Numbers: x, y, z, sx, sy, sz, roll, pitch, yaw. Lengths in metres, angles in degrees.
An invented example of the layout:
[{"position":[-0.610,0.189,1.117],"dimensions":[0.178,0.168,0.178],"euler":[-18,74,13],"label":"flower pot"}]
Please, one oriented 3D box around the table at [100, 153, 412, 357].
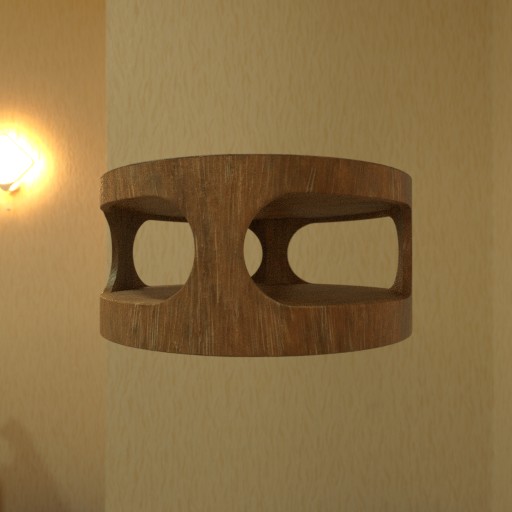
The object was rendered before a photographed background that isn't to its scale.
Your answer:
[{"position":[0.000,0.000,1.466],"dimensions":[0.974,0.450,0.974],"euler":[0,0,0],"label":"table"}]
